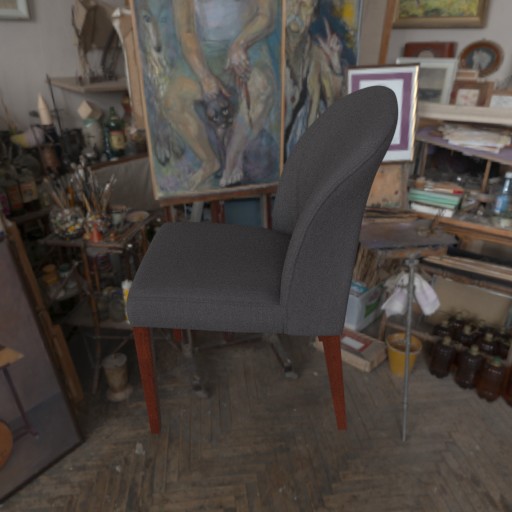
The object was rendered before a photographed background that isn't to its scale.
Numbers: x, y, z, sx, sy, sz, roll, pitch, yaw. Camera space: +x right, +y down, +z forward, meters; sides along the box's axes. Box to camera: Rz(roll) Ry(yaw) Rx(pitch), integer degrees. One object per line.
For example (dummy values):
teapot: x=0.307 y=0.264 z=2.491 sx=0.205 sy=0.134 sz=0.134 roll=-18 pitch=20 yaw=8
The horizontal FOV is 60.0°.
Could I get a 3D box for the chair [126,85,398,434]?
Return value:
chair: x=0.000 y=0.000 z=1.226 sx=0.619 sy=0.879 sz=0.506 roll=0 pitch=26 yaw=0
